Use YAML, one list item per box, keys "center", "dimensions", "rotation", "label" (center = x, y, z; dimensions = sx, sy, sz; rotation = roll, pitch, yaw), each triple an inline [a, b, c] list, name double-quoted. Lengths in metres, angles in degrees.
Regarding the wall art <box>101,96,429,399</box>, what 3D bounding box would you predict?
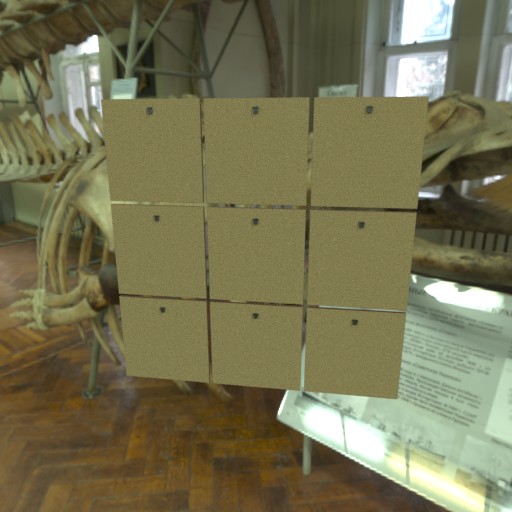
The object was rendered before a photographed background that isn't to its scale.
- center: [0.000, 0.000, 1.811]
  dimensions: [1.221, 1.218, 0.024]
  rotation: [3, 17, 8]
  label: "wall art"
